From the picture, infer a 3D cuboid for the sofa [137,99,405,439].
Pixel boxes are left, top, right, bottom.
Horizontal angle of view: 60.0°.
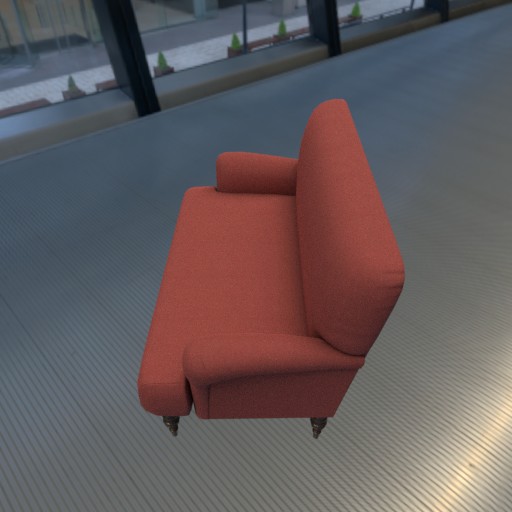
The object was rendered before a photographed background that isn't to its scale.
[{"bbox_3d":[0.000,0.000,1.818,0.779,0.889,1.297,1,41,1],"label":"sofa"}]
